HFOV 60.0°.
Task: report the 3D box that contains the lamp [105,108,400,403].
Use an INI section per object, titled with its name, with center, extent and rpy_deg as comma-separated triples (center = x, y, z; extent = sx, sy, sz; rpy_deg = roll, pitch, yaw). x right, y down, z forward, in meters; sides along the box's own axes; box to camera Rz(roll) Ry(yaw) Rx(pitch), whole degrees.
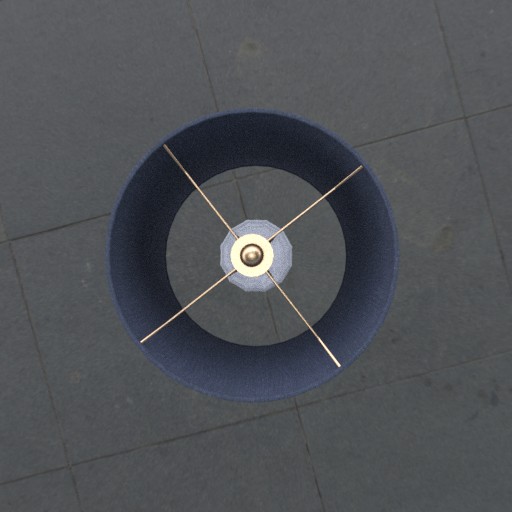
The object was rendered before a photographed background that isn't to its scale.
[lamp]
center = 0.000, 0.000, 0.683
extent = 0.277, 0.537, 0.277
rpy_deg = 0, 90, 1
